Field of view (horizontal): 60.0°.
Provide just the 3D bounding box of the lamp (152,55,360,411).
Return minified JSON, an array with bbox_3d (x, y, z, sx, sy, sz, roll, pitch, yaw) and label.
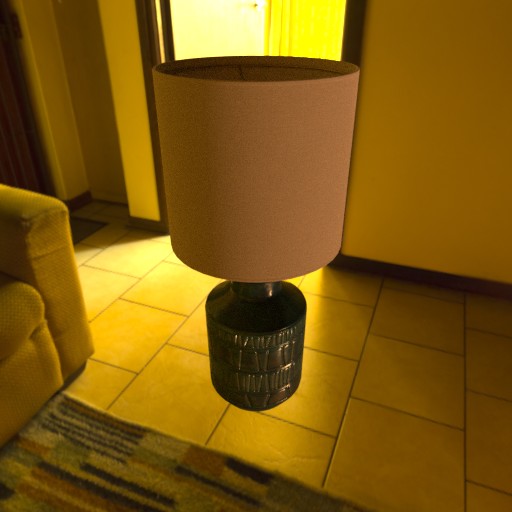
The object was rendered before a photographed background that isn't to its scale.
[{"bbox_3d":[0.000,0.000,0.572,0.211,0.455,0.211,1,30,2],"label":"lamp"}]
